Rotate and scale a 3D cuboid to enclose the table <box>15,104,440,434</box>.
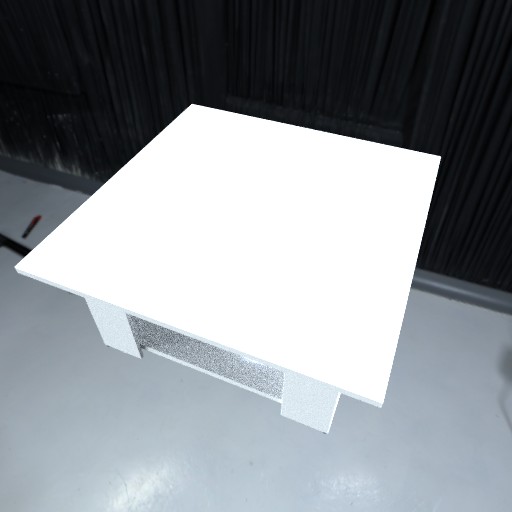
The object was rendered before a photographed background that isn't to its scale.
[{"bbox_3d":[0.000,0.000,1.041,0.670,0.305,0.670,17,48,16],"label":"table"}]
